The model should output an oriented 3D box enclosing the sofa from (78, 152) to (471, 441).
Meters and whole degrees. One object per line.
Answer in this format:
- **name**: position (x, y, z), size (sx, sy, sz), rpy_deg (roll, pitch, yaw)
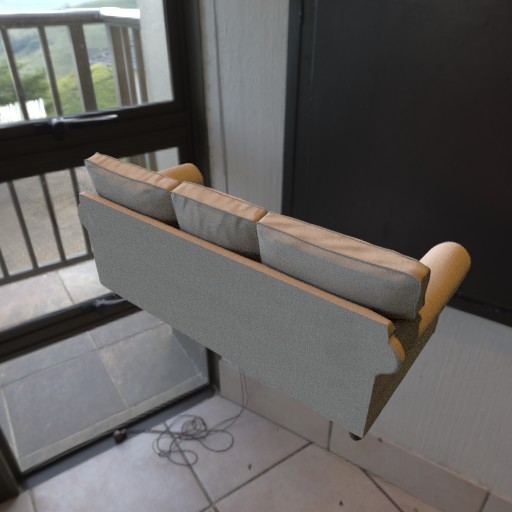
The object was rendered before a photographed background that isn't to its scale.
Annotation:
- **sofa**: position (0.000, 0.000, 2.536), size (2.084, 0.961, 0.916), rpy_deg (22, 38, 32)
